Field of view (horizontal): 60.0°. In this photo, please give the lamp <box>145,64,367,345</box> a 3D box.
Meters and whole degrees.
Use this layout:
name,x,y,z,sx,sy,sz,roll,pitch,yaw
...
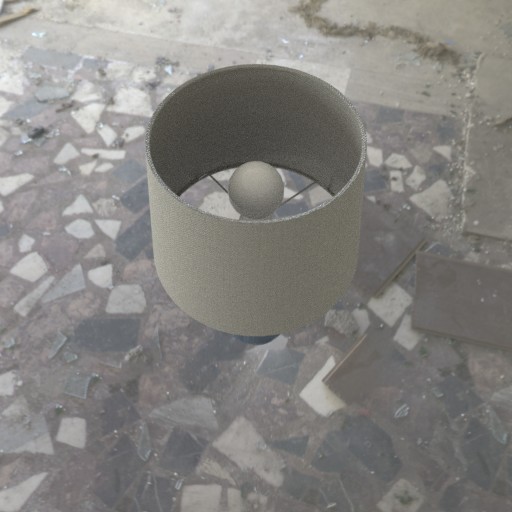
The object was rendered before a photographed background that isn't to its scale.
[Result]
name,x,y,z,sx,sy,sz,roll,pitch,yaw
lamp,0.000,0.000,0.583,0.253,0.428,0.253,0,59,0
